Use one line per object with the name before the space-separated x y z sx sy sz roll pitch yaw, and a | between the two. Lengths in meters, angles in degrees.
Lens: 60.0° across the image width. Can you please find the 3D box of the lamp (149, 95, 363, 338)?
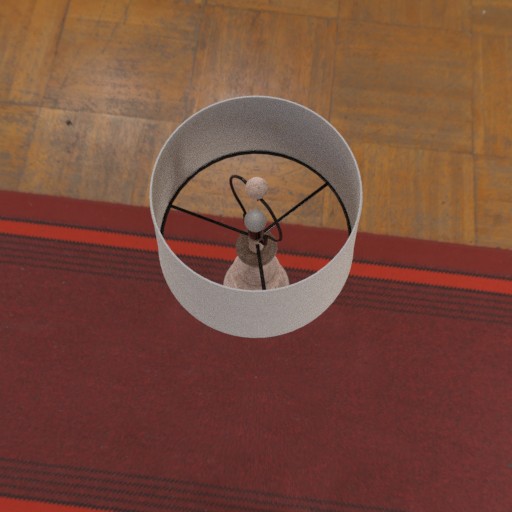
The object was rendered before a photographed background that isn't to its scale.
lamp | 0.000 0.000 0.880 0.340 0.678 0.340 0 75 0
